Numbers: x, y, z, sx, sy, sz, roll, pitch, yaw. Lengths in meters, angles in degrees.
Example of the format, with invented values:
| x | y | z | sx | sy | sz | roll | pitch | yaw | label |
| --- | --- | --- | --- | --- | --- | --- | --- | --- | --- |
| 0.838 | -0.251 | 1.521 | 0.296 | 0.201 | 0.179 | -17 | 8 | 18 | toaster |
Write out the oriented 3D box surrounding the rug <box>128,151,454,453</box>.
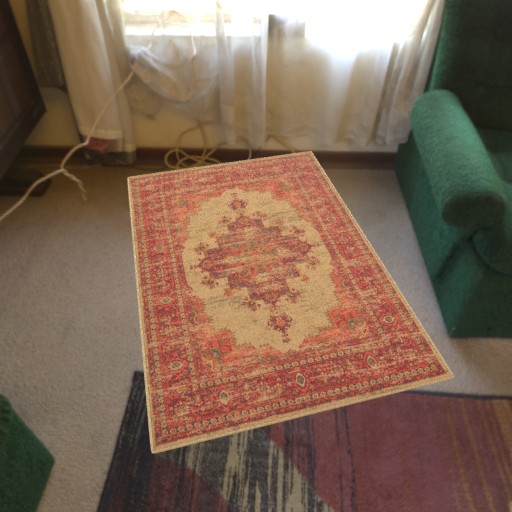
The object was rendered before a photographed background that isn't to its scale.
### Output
| x | y | z | sx | sy | sz | roll | pitch | yaw | label |
| --- | --- | --- | --- | --- | --- | --- | --- | --- | --- |
| 0.000 | 0.000 | 2.916 | 1.555 | 0.011 | 2.232 | -10 | 46 | -10 | rug |
